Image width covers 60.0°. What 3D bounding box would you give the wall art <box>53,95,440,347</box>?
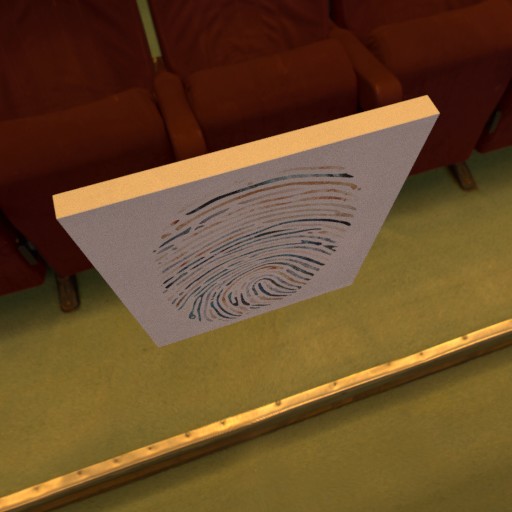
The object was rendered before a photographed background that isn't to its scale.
[{"bbox_3d":[0.000,0.000,0.836,0.508,0.606,0.037,-17,65,-8],"label":"wall art"}]
